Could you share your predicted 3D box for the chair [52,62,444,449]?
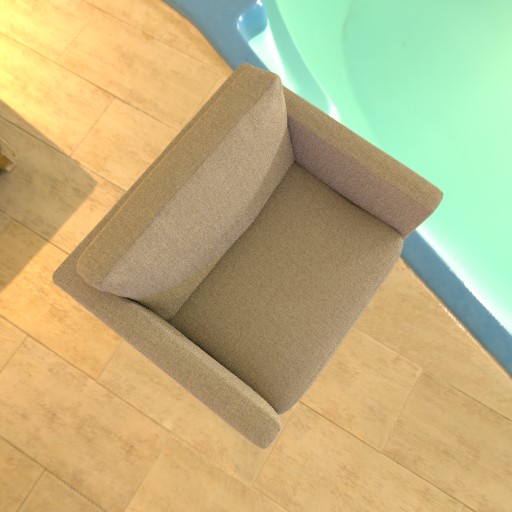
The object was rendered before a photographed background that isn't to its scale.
[{"bbox_3d":[0.000,0.000,1.804,0.959,0.961,1.107,36,78,9],"label":"chair"}]
